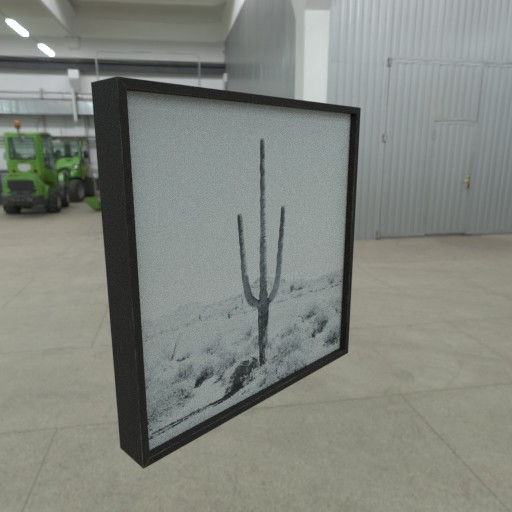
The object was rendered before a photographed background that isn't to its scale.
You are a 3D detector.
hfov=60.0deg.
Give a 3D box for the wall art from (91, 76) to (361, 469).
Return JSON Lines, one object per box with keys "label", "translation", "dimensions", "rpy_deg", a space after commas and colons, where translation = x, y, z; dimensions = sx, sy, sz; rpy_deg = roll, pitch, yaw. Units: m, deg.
{"label": "wall art", "translation": [0.000, 0.000, 0.451], "dimensions": [0.038, 0.305, 0.305], "rpy_deg": [13, 18, 43]}
